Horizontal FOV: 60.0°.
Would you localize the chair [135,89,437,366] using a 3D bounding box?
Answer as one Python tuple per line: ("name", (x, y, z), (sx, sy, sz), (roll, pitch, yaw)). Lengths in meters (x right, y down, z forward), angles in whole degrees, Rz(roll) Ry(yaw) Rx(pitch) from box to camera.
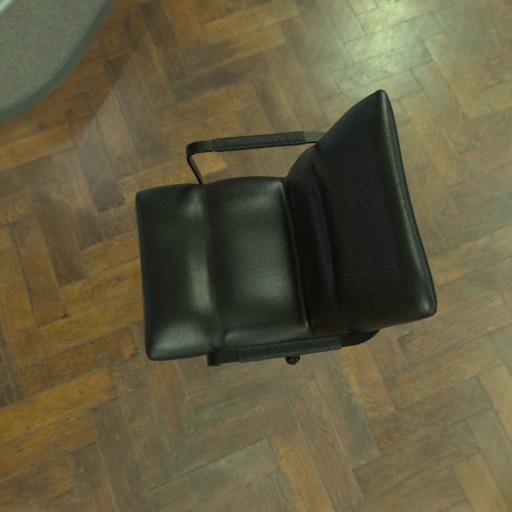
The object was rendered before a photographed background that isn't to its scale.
("chair", (0.000, 0.000, 1.451), (0.748, 0.922, 0.719), (-7, 76, -2))
